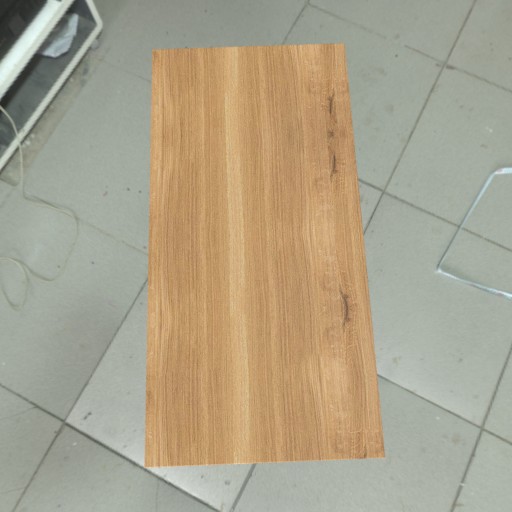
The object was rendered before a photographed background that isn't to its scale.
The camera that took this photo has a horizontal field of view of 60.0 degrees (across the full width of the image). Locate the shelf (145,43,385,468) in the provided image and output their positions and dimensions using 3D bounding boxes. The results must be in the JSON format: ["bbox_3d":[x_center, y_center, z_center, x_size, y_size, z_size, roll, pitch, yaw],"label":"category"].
[{"bbox_3d":[0.000,0.000,1.020,0.400,0.400,0.800,-2,77,-1],"label":"shelf"}]
